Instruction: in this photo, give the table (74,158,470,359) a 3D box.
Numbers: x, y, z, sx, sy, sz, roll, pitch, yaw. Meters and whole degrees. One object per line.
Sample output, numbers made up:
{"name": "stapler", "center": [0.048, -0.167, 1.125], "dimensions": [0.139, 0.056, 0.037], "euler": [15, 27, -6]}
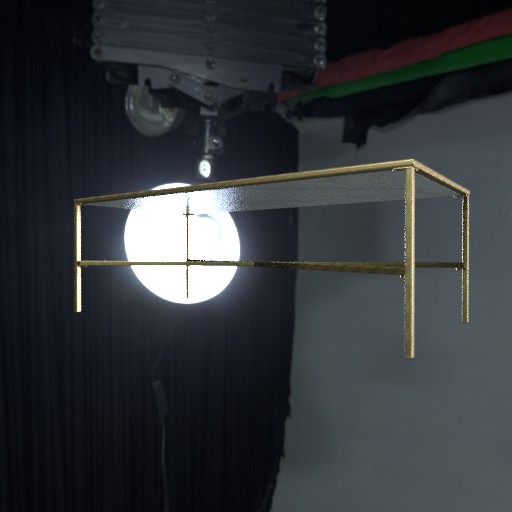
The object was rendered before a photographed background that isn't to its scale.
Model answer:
{"name": "table", "center": [0.000, 0.000, 1.475], "dimensions": [1.197, 0.405, 0.577], "euler": [0, 1, 36]}
